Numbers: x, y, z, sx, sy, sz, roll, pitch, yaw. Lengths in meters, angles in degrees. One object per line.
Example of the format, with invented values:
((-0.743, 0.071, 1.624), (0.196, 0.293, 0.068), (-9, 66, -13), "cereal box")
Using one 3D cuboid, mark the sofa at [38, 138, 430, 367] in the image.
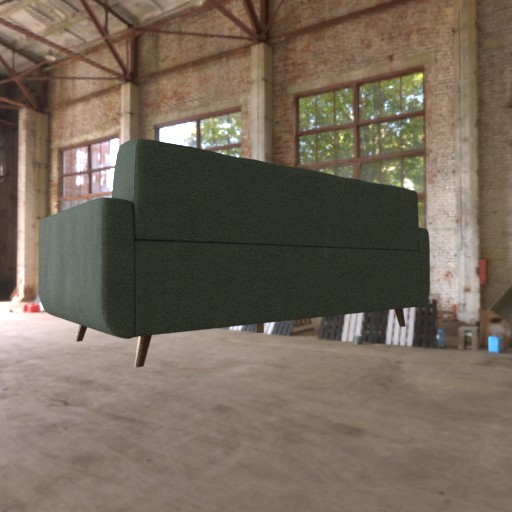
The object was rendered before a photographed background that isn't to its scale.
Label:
((0.000, 0.000, 2.440), (2.029, 0.841, 0.909), (1, -2, -39), "sofa")
